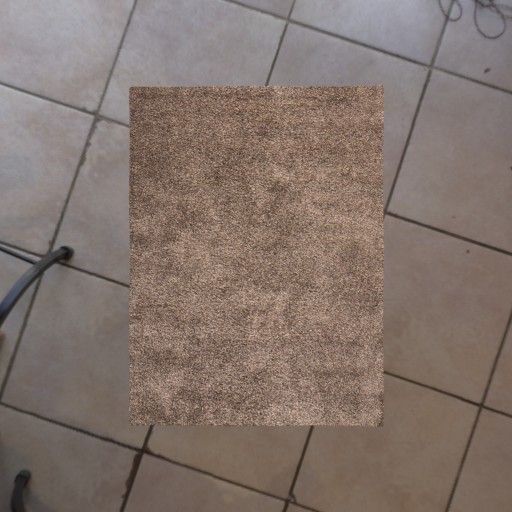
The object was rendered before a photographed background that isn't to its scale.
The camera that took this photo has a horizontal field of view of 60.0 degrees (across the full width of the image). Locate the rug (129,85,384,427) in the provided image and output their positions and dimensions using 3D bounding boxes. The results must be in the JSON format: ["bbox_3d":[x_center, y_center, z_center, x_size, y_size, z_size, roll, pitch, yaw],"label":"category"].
[{"bbox_3d":[0.000,0.000,2.093,1.198,0.025,1.601,0,90,1],"label":"rug"}]
